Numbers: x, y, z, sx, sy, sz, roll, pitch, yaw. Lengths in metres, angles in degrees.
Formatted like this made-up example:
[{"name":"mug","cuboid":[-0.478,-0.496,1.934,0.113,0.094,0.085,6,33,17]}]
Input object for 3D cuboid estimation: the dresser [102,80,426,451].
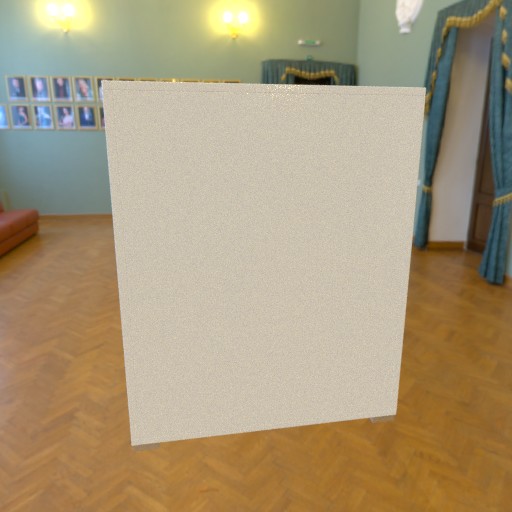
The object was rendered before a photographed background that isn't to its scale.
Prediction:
[{"name":"dresser","cuboid":[0.000,0.000,1.161,0.650,0.800,0.400,-3,15,-10]}]
